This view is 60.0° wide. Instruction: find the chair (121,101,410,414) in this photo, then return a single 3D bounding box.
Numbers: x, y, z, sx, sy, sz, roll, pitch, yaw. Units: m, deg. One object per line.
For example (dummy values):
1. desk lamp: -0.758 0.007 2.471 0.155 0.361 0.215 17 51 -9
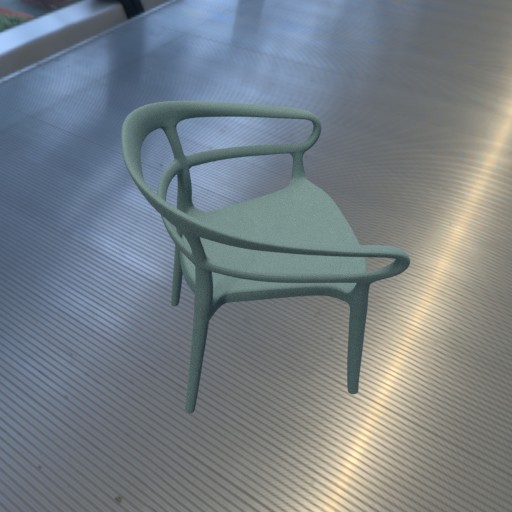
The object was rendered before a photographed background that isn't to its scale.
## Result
1. chair: 0.000 0.000 1.159 0.527 0.761 0.559 -10 47 -9
